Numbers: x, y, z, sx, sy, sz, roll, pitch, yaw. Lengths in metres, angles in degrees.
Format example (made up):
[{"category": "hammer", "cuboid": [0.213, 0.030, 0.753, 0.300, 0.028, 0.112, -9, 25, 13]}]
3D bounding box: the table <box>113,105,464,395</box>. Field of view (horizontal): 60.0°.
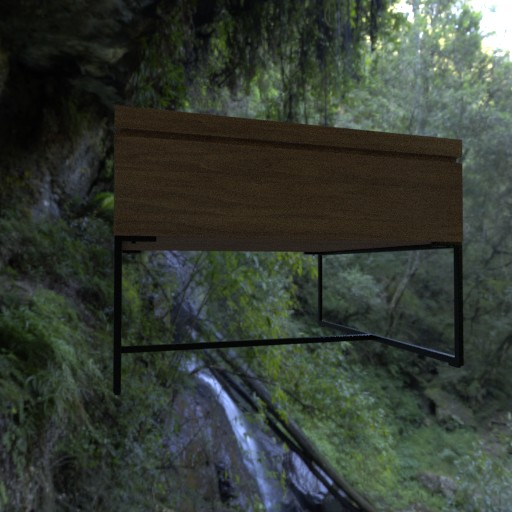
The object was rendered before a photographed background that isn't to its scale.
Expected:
[{"category": "table", "cuboid": [0.000, 0.000, 1.125, 0.679, 0.464, 0.676, 0, -1, -17]}]
